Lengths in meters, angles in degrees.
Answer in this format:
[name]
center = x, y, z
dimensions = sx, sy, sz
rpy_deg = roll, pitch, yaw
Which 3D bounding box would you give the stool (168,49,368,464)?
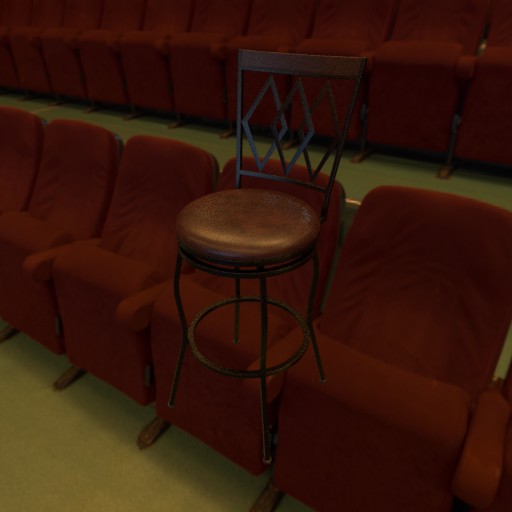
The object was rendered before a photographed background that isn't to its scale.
[stool]
center = 0.000, 0.000, 1.398
dimensions = 0.432, 1.134, 0.521
rpy_deg = 18, 35, 28
